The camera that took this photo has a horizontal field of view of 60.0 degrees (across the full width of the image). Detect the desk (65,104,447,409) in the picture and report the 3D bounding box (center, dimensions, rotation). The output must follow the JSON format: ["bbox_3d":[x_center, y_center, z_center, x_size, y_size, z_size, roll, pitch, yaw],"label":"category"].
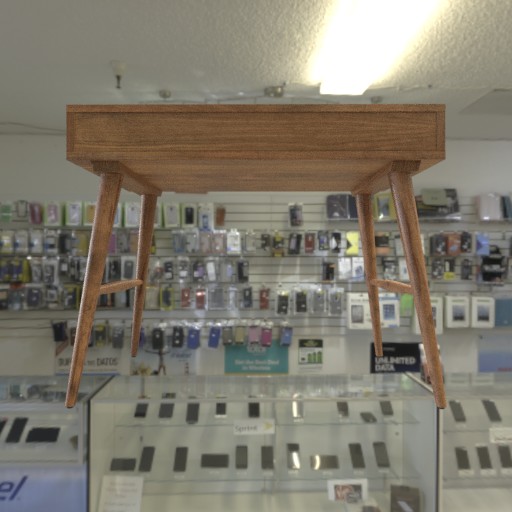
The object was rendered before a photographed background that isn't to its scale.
[{"bbox_3d":[0.000,0.000,1.383,0.949,0.758,0.588,0,0,0],"label":"desk"}]
